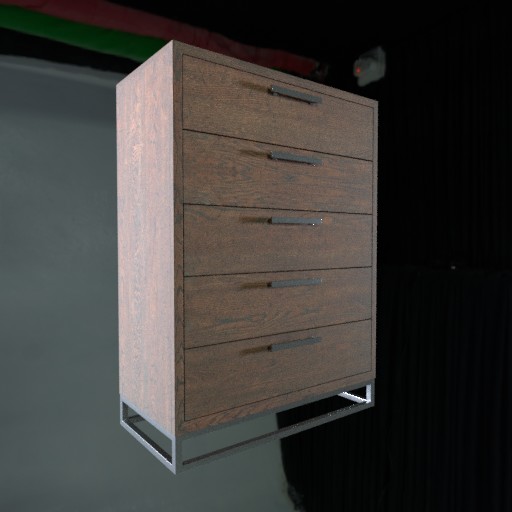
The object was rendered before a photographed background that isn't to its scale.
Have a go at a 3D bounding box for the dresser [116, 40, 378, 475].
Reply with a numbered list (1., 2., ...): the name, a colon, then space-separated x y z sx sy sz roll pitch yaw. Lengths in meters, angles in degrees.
1. dresser: 0.000 0.000 1.812 0.965 1.321 0.508 -1 2 -37
